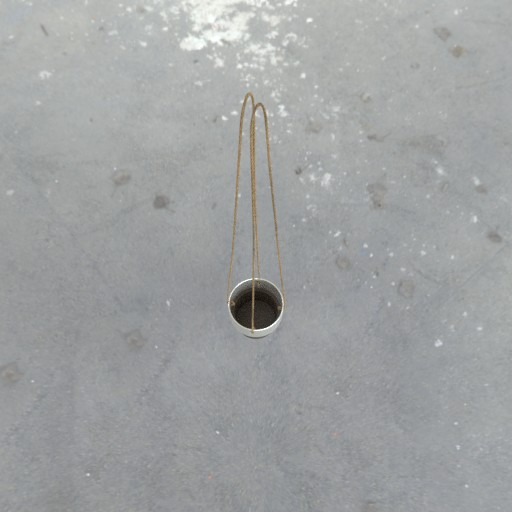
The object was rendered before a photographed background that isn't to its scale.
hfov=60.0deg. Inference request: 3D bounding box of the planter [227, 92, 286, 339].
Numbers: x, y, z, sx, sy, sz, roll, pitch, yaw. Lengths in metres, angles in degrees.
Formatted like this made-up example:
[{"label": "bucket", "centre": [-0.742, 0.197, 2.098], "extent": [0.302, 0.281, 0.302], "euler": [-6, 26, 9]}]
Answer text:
[{"label": "planter", "centre": [0.000, 0.000, 1.143], "extent": [0.187, 1.073, 0.187], "euler": [-36, 70, -16]}]
